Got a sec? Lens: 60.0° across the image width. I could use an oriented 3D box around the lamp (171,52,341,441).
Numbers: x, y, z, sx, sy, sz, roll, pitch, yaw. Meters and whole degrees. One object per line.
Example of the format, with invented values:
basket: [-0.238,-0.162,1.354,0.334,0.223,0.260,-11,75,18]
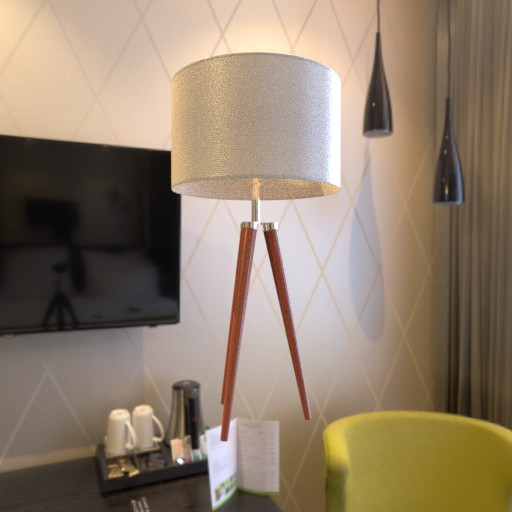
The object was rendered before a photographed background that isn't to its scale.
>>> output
lamp: [0.000,0.000,0.947,0.355,0.709,0.354,1,1,36]
